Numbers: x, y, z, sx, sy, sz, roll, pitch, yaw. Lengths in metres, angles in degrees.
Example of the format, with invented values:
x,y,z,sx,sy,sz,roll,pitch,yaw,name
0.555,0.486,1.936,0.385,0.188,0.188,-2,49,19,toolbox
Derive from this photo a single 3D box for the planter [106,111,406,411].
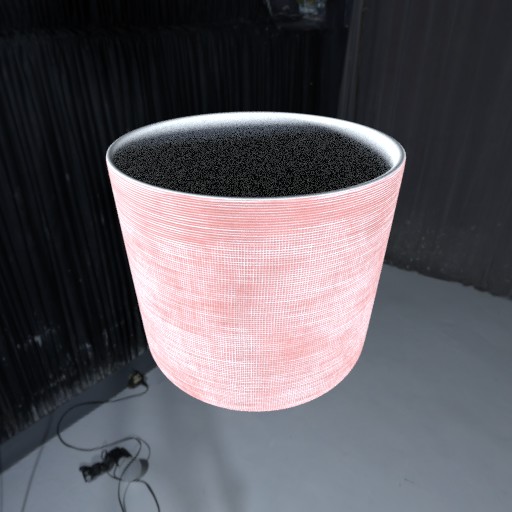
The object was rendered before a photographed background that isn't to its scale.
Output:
x,y,z,sx,sy,sz,roll,pitch,yaw,name
0.000,0.000,0.776,0.440,0.398,0.440,0,30,0,planter
